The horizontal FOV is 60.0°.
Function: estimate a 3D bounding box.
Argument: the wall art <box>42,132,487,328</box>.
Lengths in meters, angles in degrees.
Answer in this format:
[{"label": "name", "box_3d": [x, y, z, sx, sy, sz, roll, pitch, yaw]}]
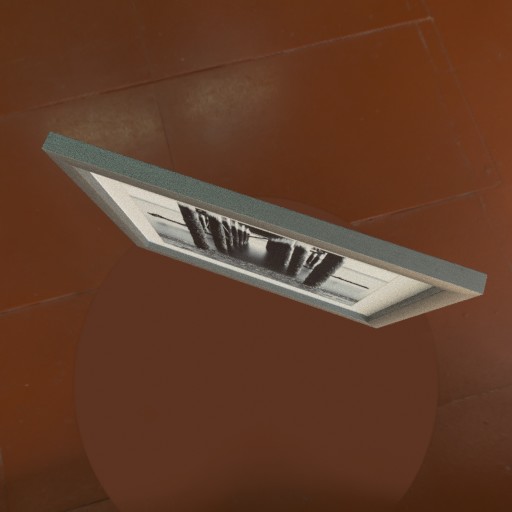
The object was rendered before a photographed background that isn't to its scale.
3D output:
[{"label": "wall art", "box_3d": [0.000, 0.000, 0.751, 0.556, 0.457, 0.028, 19, 77, 5]}]
